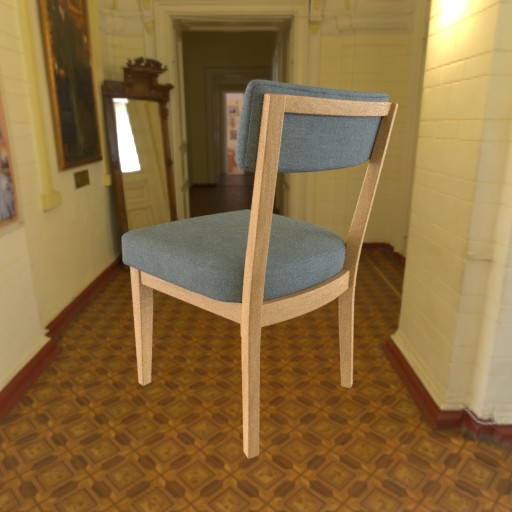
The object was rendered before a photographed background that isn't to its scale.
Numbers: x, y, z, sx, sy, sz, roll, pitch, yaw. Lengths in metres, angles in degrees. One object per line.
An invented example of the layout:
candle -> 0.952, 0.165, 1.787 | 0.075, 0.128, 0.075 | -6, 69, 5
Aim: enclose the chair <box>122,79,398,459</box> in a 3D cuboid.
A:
chair -> 0.000, 0.000, 1.200 | 0.572, 0.832, 0.508 | 15, 22, 42
